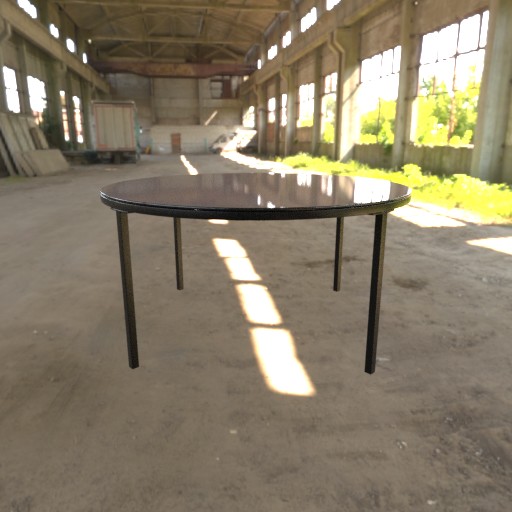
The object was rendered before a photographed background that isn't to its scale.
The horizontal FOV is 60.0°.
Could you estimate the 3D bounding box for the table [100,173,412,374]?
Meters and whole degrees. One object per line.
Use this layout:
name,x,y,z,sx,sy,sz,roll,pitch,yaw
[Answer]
table,0.000,0.000,1.251,0.800,0.400,0.800,0,15,0
